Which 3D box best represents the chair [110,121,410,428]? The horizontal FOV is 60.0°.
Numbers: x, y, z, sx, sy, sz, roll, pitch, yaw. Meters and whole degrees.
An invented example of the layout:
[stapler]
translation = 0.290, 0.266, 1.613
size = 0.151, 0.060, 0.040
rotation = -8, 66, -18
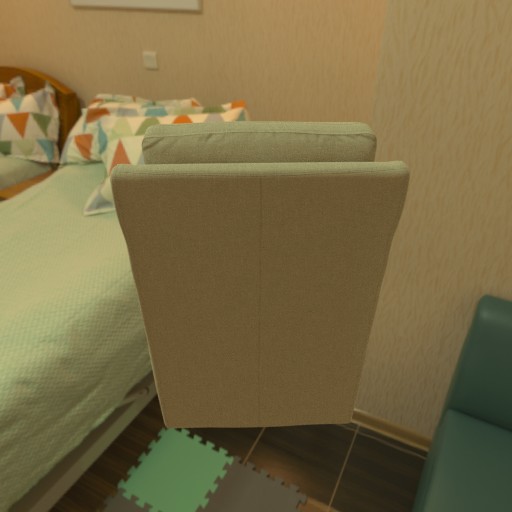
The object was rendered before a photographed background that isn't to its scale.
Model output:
[chair]
translation = 0.000, 0.000, 1.345
size = 0.626, 0.914, 0.694
rotation = -1, 32, -2
